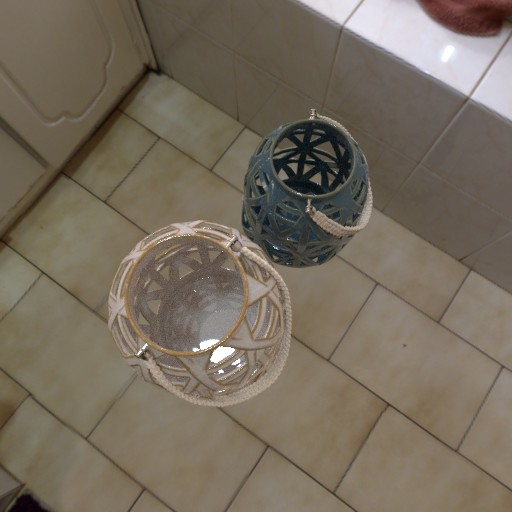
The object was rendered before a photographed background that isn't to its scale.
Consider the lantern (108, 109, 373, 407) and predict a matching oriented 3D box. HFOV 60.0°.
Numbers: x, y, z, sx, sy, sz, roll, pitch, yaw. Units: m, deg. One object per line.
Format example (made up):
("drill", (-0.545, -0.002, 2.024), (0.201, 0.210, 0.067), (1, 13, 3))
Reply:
("lantern", (0.000, 0.000, 0.613), (0.245, 0.307, 0.439), (37, 78, 9))
